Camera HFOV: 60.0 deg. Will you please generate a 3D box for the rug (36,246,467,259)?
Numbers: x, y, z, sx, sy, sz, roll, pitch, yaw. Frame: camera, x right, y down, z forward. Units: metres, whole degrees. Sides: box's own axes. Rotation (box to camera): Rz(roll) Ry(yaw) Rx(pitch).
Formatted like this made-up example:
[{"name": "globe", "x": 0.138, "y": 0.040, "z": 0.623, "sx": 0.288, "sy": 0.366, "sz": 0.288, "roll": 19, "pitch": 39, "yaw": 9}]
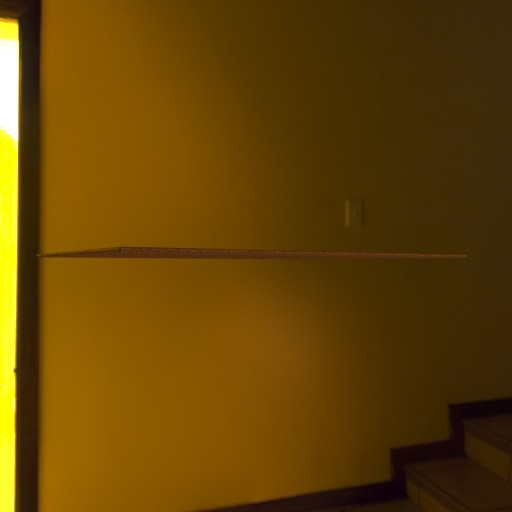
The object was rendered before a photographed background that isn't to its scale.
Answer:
[{"name": "rug", "x": 0.000, "y": 0.000, "z": 2.256, "sx": 1.829, "sy": 0.016, "sz": 1.219, "roll": 1, "pitch": -1, "yaw": -36}]
